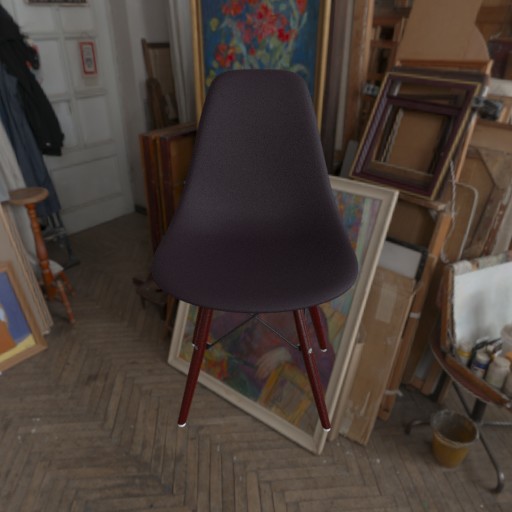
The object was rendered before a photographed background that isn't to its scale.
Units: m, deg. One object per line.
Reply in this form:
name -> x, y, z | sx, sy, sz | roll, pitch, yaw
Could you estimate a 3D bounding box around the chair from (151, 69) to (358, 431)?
chair -> 0.000, 0.000, 1.121 | 0.470, 0.826, 0.533 | 1, 28, 1
